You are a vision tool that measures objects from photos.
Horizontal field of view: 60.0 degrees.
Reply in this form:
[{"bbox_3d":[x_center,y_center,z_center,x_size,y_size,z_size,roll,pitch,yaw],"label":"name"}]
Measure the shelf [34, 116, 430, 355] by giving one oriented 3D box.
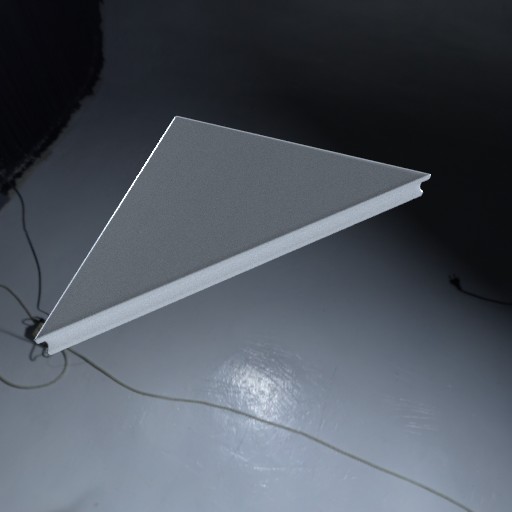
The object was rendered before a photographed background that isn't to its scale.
[{"bbox_3d":[0.000,0.000,0.434,0.296,0.035,0.296,15,58,10],"label":"shelf"}]
